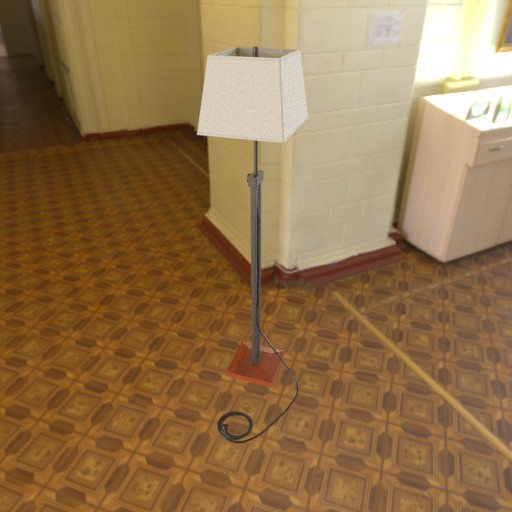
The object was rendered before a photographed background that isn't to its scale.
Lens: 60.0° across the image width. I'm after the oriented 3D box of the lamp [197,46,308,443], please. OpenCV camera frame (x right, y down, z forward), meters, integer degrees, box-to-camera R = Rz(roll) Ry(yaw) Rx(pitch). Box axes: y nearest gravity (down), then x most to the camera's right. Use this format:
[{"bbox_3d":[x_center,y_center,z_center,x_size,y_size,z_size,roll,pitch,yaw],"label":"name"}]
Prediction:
[{"bbox_3d":[0.000,0.000,2.032,0.472,1.712,0.745,10,32,16],"label":"lamp"}]
